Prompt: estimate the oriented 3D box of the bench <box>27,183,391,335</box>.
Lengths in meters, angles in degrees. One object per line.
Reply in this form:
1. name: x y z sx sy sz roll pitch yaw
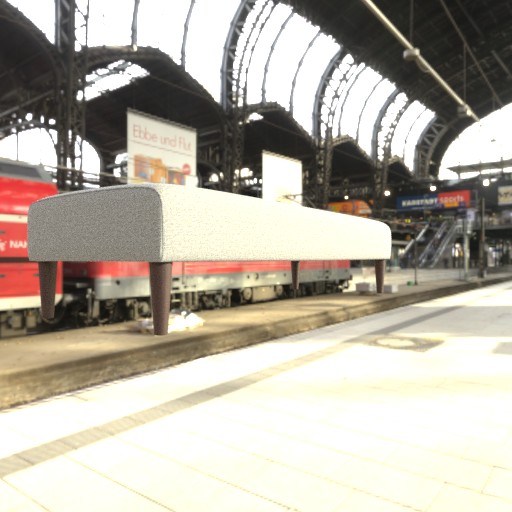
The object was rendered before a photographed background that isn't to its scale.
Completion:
1. bench: 0.000 0.000 1.831 0.631 0.383 1.598 0 0 36
